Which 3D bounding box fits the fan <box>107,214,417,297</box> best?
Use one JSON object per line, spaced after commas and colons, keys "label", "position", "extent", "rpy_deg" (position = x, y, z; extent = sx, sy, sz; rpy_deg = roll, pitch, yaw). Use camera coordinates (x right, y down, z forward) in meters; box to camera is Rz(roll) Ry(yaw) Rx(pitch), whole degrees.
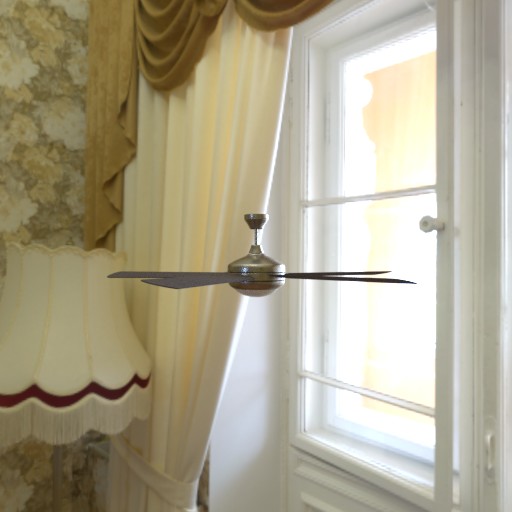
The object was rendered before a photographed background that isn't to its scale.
{"label": "fan", "position": [0.000, 0.000, 1.918], "extent": [1.321, 0.356, 1.321], "rpy_deg": [0, 0, -1]}
